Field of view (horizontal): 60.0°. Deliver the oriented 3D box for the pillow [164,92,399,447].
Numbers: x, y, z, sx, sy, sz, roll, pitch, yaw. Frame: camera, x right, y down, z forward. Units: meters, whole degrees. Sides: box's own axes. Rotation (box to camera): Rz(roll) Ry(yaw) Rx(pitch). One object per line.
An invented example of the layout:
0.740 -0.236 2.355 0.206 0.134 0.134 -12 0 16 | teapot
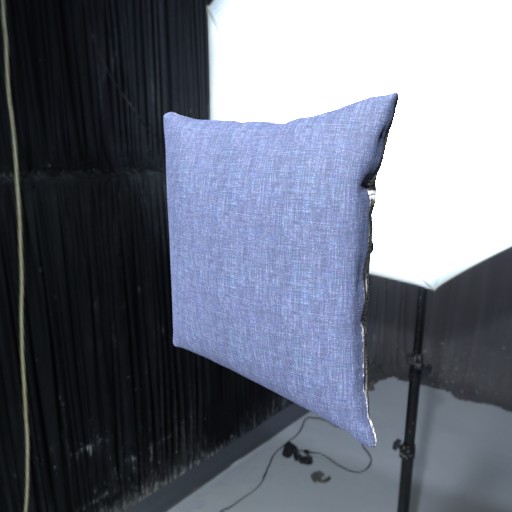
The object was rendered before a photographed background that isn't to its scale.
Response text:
0.000 0.000 0.784 0.510 0.510 0.145 13 19 43 | pillow
